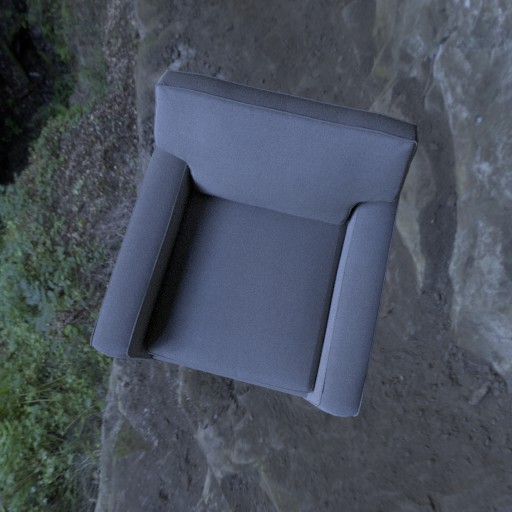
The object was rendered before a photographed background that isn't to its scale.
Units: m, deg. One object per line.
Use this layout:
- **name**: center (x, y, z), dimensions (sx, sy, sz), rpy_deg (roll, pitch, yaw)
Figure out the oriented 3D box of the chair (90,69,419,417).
- **chair**: center (0.000, 0.000, 1.805), dimensions (0.999, 0.934, 1.044), rpy_deg (14, 76, 3)
